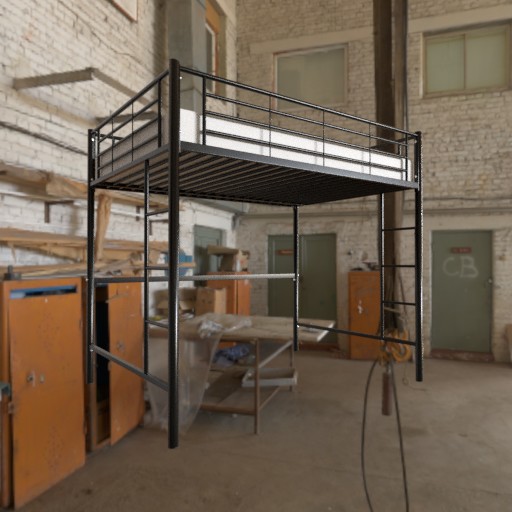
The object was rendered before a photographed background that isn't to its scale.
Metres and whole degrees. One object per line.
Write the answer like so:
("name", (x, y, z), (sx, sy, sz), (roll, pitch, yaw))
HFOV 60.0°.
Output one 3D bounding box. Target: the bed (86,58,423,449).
("bed", (0.000, 0.000, 3.183), (1.994, 1.803, 1.397), (1, -1, -36))
